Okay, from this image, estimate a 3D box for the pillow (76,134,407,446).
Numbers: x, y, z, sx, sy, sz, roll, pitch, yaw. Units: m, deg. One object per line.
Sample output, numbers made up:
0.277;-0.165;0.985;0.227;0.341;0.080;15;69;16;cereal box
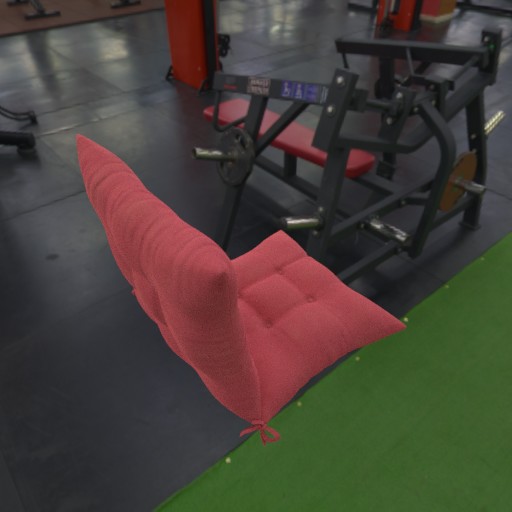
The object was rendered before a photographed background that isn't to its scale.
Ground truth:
0.000;0.000;0.996;0.585;0.536;0.541;-26;47;-27;pillow
